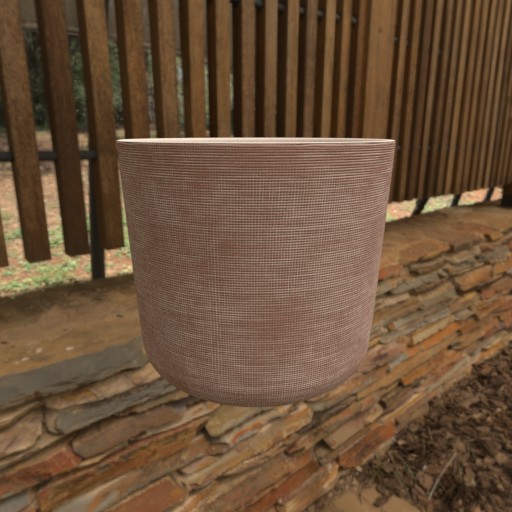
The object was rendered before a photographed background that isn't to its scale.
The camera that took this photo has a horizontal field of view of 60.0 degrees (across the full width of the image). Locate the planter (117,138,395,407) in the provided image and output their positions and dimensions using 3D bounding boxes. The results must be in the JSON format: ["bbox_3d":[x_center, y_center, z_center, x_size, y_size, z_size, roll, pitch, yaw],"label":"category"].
[{"bbox_3d":[0.000,0.000,0.783,0.440,0.398,0.440,0,16,0],"label":"planter"}]
